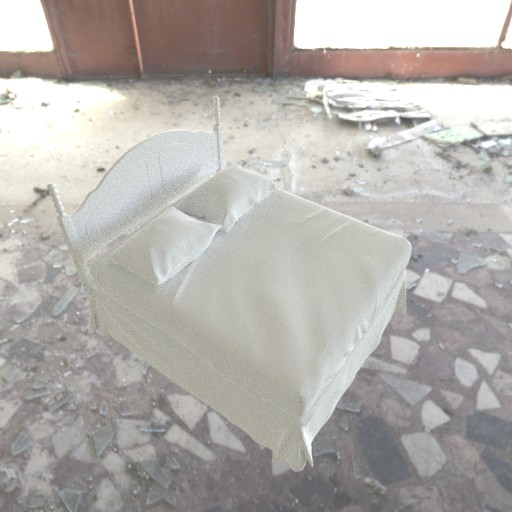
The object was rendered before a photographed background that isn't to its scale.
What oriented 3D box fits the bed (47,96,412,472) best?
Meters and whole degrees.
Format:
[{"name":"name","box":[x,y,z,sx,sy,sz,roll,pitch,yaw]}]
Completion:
[{"name":"bed","box":[0.000,0.000,3.246,2.040,1.356,1.873,26,49,26]}]
